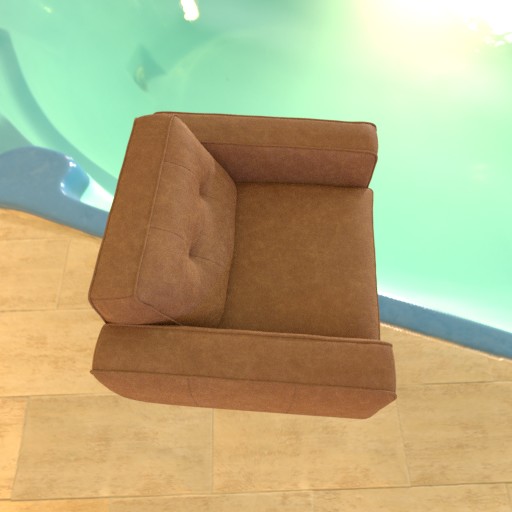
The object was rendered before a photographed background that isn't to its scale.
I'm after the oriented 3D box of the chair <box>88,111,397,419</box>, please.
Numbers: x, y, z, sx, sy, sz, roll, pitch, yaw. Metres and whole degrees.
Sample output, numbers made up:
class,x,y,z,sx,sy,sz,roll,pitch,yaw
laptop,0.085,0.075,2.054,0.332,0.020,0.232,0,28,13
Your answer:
class,x,y,z,sx,sy,sz,roll,pitch,yaw
chair,0.000,0.000,1.723,0.952,0.782,1.118,4,62,2
